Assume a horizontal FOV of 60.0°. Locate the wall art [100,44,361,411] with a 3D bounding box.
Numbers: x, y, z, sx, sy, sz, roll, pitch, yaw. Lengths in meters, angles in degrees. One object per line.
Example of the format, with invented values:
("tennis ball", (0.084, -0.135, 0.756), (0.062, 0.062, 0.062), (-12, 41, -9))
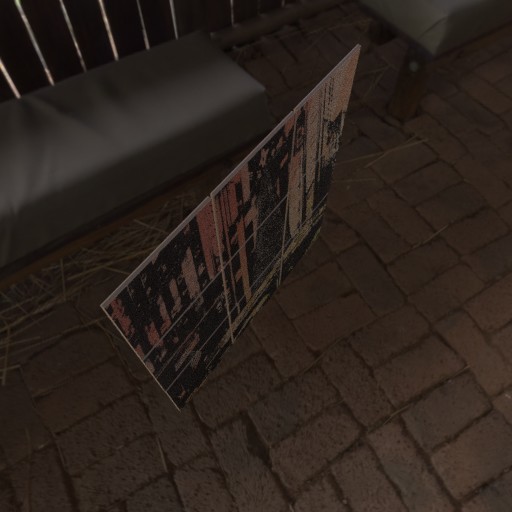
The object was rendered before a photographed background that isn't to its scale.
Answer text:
("wall art", (0.000, 0.000, 2.265), (0.017, 1.521, 1.527), (32, 65, 17))
